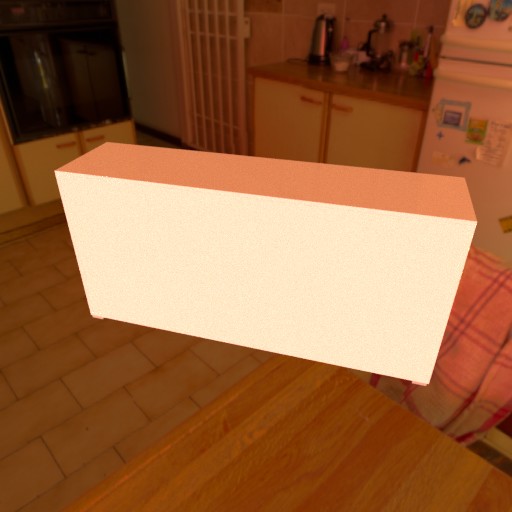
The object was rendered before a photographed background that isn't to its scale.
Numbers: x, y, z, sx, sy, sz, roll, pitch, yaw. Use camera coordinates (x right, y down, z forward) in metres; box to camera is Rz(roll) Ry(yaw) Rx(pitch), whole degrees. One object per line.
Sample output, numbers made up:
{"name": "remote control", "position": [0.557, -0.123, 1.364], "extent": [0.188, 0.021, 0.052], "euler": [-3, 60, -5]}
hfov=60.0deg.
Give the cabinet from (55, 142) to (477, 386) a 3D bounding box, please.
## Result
{"name": "cabinet", "position": [0.000, 0.000, 2.046], "extent": [1.650, 0.800, 0.400], "euler": [9, 33, 14]}
